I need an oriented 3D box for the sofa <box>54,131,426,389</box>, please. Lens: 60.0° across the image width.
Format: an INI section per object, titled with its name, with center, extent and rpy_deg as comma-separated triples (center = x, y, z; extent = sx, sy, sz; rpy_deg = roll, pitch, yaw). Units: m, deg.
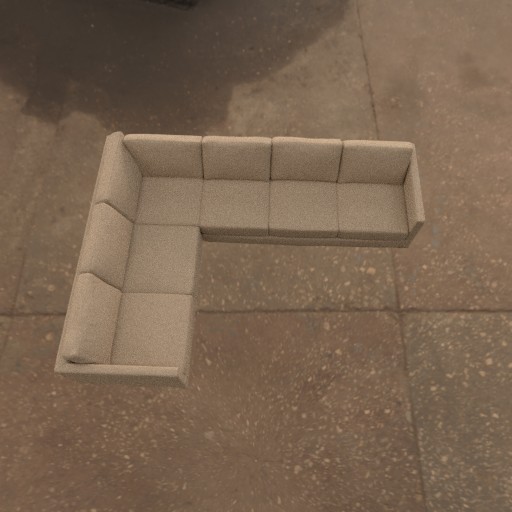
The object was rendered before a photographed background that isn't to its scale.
[sofa]
center = 0.000, 0.000, 4.265
extent = 3.182, 0.863, 2.432
rpy_deg = 2, 65, 1
